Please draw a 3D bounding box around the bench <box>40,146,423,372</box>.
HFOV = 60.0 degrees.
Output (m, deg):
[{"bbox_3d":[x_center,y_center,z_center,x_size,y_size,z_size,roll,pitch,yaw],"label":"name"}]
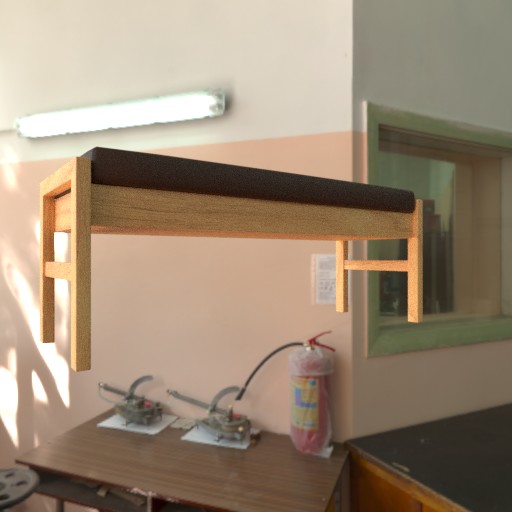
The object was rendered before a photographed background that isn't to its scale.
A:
[{"bbox_3d":[0.000,0.000,1.426,1.200,0.480,0.405,0,0,-36],"label":"bench"}]
